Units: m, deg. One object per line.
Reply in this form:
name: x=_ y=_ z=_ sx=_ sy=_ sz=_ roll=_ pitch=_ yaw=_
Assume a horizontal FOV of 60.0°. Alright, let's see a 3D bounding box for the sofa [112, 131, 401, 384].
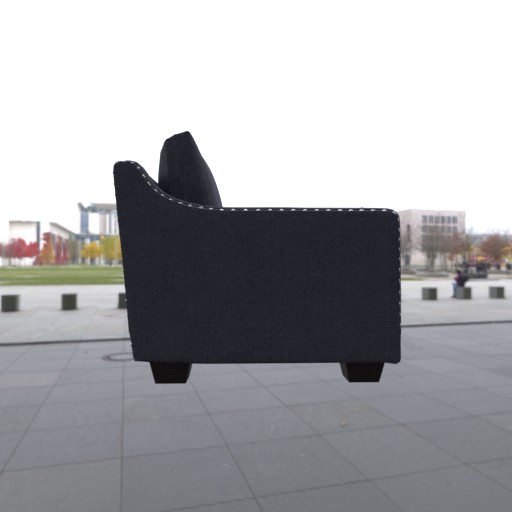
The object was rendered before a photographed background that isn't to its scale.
sofa: x=0.000 y=0.000 z=3.232 sx=1.336 sy=1.196 sz=2.550 roll=0 pitch=-1 yaw=-1
